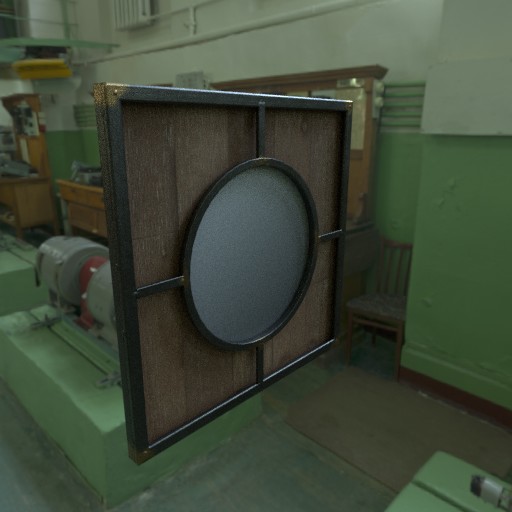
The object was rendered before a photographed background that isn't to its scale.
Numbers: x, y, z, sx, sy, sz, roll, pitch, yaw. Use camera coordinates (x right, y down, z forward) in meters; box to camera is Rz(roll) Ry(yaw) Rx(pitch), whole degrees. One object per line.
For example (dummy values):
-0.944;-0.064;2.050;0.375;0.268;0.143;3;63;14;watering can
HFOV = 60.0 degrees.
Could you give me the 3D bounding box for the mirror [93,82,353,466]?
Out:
0.000;0.000;0.555;0.020;0.381;0.382;15;22;41;mirror
